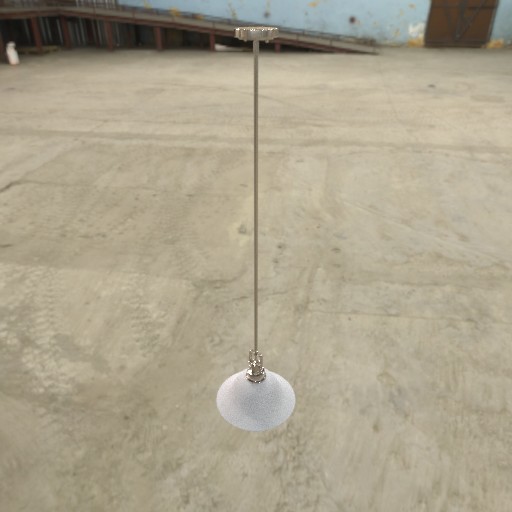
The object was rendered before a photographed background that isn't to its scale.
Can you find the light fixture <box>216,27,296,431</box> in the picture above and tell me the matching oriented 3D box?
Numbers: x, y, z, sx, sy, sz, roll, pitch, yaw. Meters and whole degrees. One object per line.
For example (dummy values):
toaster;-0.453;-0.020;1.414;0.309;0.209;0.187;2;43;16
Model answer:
light fixture;0.000;0.000;1.479;0.324;1.354;0.324;22;37;32
